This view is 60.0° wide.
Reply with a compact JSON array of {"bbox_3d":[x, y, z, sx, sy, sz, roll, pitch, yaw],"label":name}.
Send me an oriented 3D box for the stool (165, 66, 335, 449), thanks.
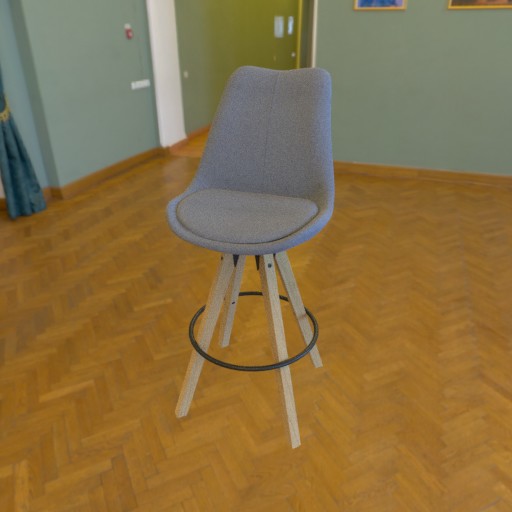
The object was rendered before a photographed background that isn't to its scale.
[{"bbox_3d":[0.000,0.000,1.459,0.485,1.115,0.550,8,28,16],"label":"stool"}]
